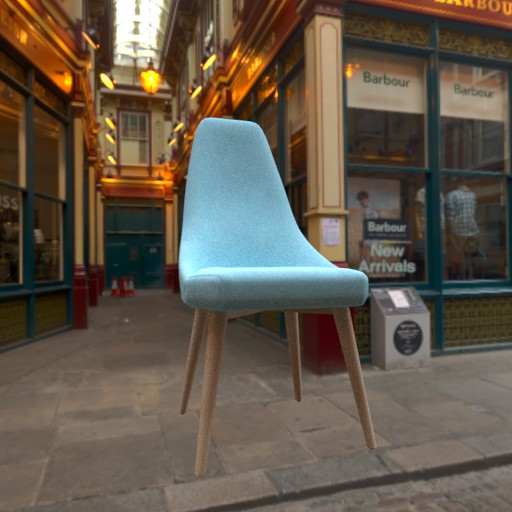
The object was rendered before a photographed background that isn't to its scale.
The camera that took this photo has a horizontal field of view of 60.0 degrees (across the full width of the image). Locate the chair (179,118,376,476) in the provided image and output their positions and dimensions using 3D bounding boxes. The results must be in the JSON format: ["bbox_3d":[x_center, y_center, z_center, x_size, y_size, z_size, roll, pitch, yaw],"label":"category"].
[{"bbox_3d":[0.000,0.000,1.390,0.510,1.040,0.660,0,0,-18],"label":"chair"}]
